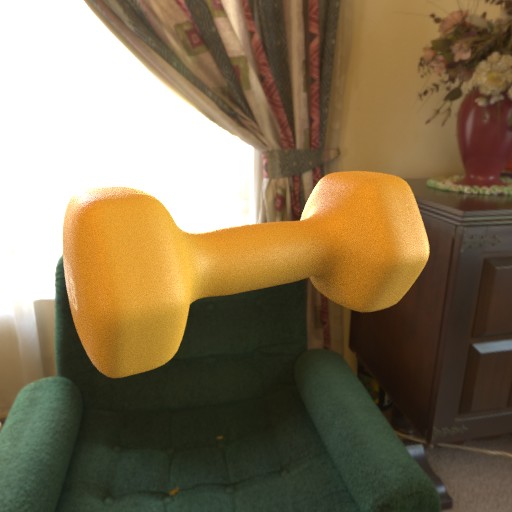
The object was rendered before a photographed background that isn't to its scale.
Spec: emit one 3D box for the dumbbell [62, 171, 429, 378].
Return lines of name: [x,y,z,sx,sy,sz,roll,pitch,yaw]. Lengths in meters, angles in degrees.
dumbbell: [0.000,0.000,0.240,0.190,0.082,0.090,-9,19,-27]
